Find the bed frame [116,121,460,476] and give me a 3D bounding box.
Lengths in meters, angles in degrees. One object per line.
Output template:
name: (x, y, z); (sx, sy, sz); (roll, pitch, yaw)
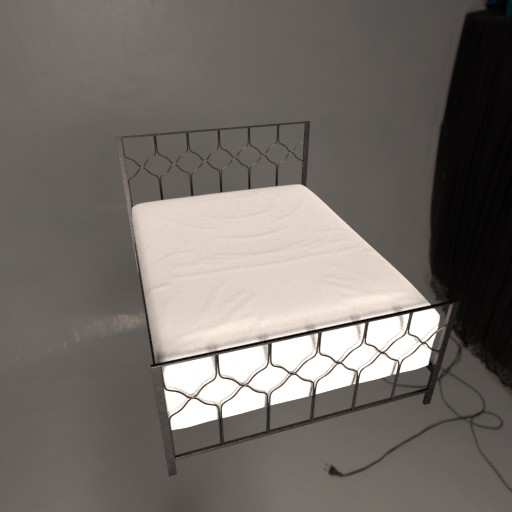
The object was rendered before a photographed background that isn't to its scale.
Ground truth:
bed frame: (0.000, 0.000, 3.051); (1.597, 1.222, 2.063); (-9, 32, -15)
